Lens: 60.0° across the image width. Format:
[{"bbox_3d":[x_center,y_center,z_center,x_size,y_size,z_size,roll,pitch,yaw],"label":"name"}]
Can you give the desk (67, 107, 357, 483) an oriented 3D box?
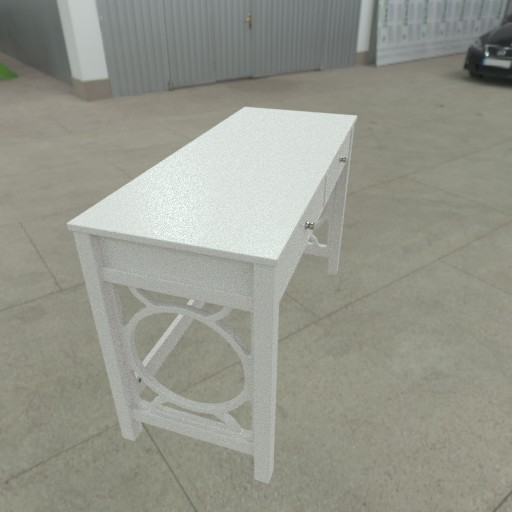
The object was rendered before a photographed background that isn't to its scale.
[{"bbox_3d":[0.000,0.000,1.608,0.504,0.762,1.191,10,33,16],"label":"desk"}]
